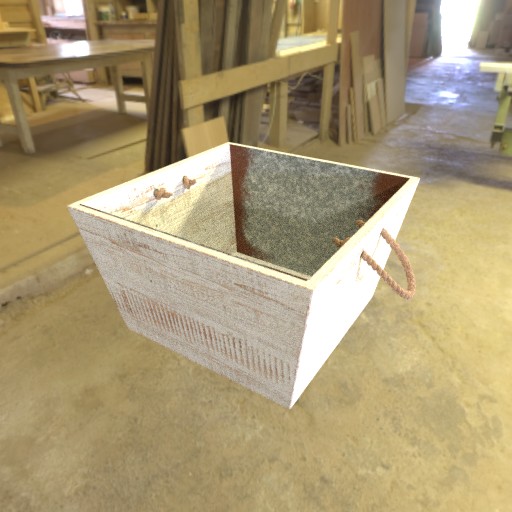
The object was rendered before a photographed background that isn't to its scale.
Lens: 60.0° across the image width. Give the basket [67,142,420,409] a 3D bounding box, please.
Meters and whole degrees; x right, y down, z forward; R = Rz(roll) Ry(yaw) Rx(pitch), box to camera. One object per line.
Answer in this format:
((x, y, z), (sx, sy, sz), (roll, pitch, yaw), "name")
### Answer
((0.000, 0.000, 0.780), (0.545, 0.247, 0.413), (18, 35, 28), "basket")
